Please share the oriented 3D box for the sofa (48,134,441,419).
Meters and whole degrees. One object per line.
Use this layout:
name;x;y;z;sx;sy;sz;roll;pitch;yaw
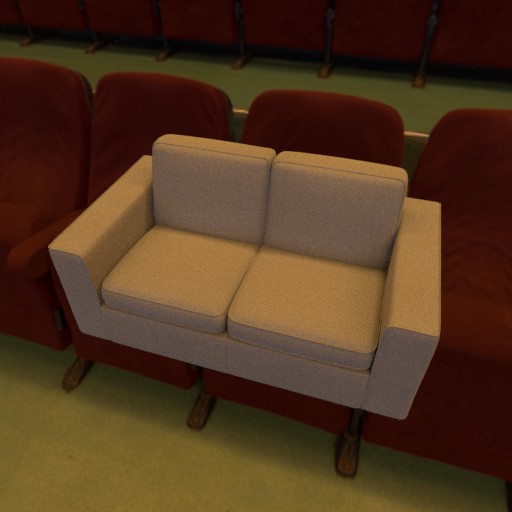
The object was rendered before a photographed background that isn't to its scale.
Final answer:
sofa;0.000;0.000;2.407;1.812;0.924;1.007;12;42;13
